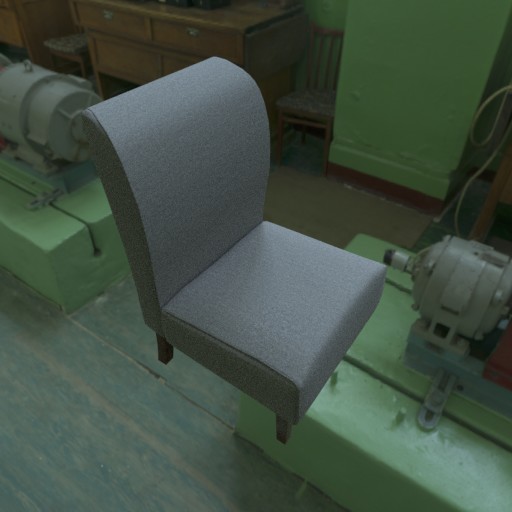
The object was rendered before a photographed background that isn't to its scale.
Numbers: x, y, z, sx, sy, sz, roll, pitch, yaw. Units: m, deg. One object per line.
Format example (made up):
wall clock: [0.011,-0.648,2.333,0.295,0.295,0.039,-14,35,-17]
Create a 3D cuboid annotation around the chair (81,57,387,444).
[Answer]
chair: [0.000,0.000,1.171,0.592,0.804,0.513,24,46,25]
